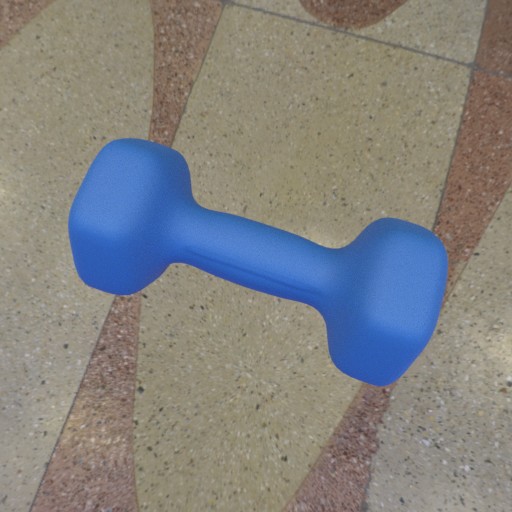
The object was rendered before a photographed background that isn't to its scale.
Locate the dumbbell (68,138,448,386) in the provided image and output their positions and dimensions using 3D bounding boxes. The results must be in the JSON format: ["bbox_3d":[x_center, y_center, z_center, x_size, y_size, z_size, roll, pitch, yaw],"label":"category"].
[{"bbox_3d":[0.000,0.000,0.271,0.212,0.093,0.103,19,76,5],"label":"dumbbell"}]
